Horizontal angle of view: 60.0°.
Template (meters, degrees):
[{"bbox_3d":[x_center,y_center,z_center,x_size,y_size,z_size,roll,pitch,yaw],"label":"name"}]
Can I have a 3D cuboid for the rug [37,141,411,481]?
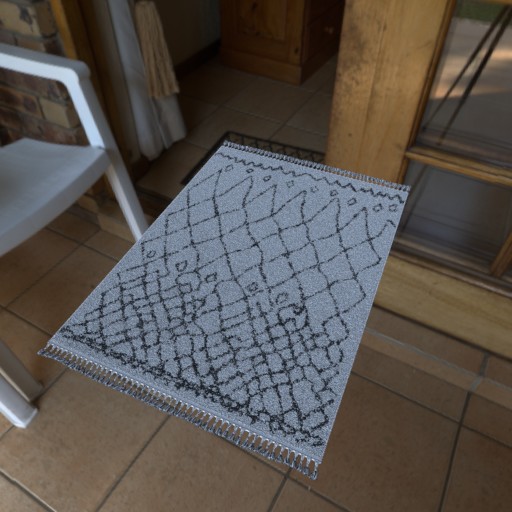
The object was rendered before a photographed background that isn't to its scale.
[{"bbox_3d":[0.000,0.000,2.931,1.613,0.017,2.312,18,49,16],"label":"rug"}]
